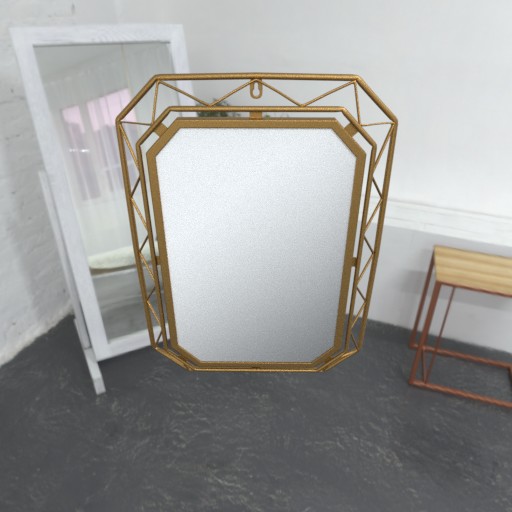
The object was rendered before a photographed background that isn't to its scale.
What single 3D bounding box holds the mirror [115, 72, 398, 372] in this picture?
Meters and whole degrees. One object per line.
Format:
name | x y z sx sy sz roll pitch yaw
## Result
mirror | 0.000 0.000 0.737 0.417 0.566 0.042 0 31 1
